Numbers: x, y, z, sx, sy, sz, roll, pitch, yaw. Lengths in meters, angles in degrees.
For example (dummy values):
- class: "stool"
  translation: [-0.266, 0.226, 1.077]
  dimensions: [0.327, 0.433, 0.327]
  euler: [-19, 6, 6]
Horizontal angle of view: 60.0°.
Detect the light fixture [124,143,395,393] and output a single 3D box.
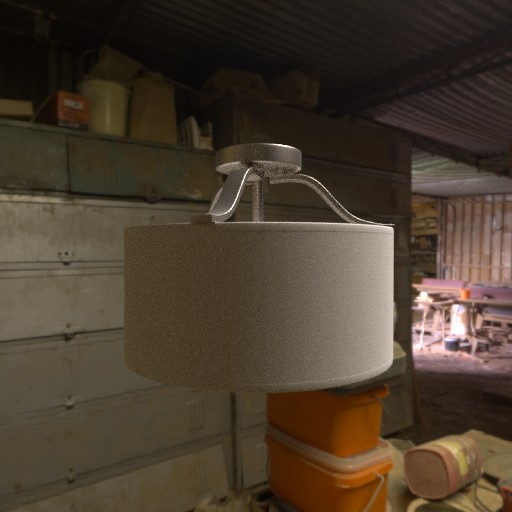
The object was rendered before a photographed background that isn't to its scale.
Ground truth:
- class: "light fixture"
  translation: [0.000, 0.000, 0.662]
  dimensions: [0.395, 0.304, 0.395]
  euler: [0, 1, 0]
